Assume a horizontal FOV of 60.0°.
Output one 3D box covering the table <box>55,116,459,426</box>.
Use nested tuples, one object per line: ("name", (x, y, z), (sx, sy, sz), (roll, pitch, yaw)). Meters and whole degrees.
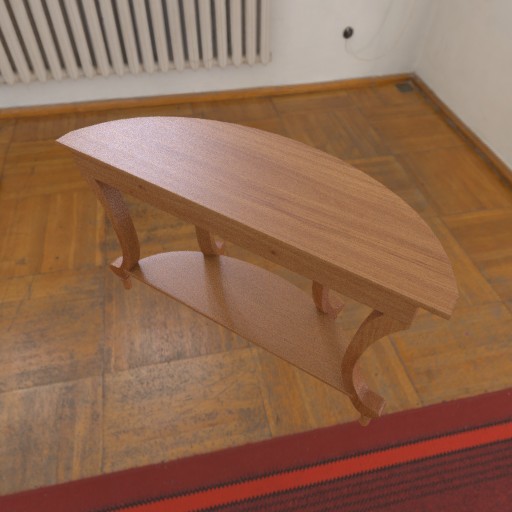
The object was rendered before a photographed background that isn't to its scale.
("table", (0.000, 0.000, 1.489), (1.198, 0.692, 0.394), (25, 52, 22))
